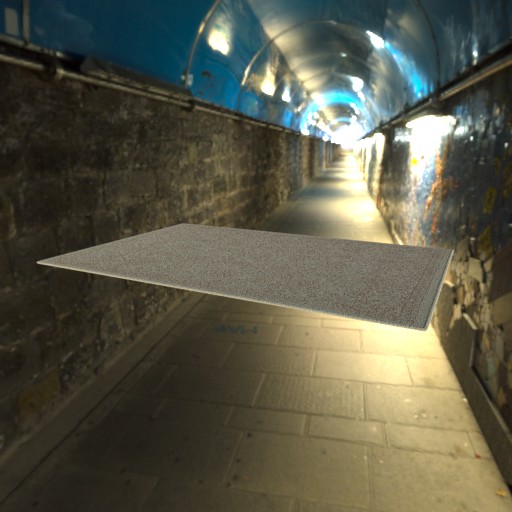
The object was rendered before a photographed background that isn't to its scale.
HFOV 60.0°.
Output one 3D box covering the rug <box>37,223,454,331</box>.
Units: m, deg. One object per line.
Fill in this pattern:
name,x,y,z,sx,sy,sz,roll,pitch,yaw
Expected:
rug,0.000,0.000,2.320,1.829,0.010,1.219,7,16,26
